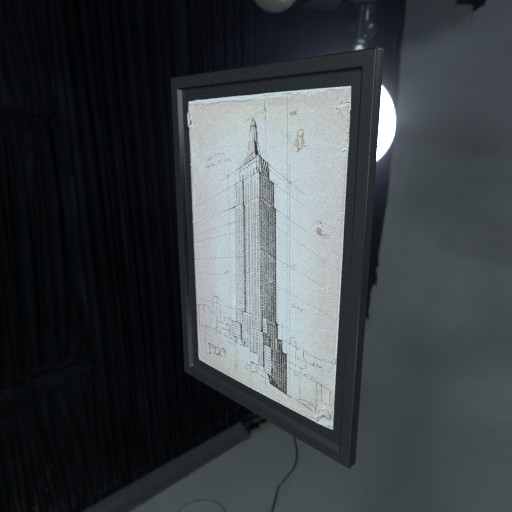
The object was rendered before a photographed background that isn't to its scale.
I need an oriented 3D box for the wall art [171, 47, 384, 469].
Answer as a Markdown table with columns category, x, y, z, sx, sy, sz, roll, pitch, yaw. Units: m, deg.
| category | x | y | z | sx | sy | sz | roll | pitch | yaw |
| --- | --- | --- | --- | --- | --- | --- | --- | --- | --- |
| wall art | 0.000 | 0.000 | 0.544 | 0.303 | 0.431 | 0.013 | 14 | 21 | 42 |
